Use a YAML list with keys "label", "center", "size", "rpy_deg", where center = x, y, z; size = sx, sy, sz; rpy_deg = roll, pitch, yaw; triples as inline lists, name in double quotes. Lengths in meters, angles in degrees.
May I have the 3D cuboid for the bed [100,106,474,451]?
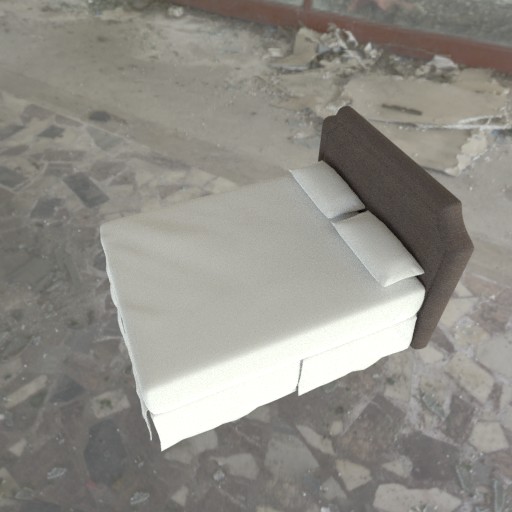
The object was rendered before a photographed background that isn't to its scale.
- label: "bed"
  center: [0.000, 0.000, 3.171]
  size: [2.116, 1.290, 1.693]
  rpy_deg: [-17, 49, -16]
